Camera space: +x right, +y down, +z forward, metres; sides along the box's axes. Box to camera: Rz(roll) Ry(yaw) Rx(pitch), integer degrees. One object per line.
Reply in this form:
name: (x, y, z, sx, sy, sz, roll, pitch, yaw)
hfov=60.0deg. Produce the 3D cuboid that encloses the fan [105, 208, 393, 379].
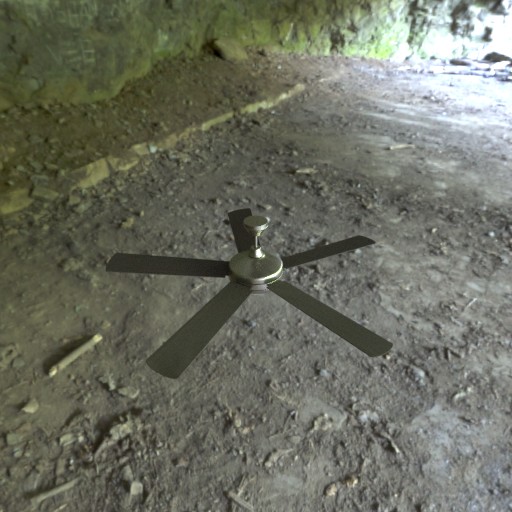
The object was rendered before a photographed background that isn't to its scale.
fan: (0.000, 0.000, 1.998, 1.321, 0.356, 1.321, -9, 33, -15)
